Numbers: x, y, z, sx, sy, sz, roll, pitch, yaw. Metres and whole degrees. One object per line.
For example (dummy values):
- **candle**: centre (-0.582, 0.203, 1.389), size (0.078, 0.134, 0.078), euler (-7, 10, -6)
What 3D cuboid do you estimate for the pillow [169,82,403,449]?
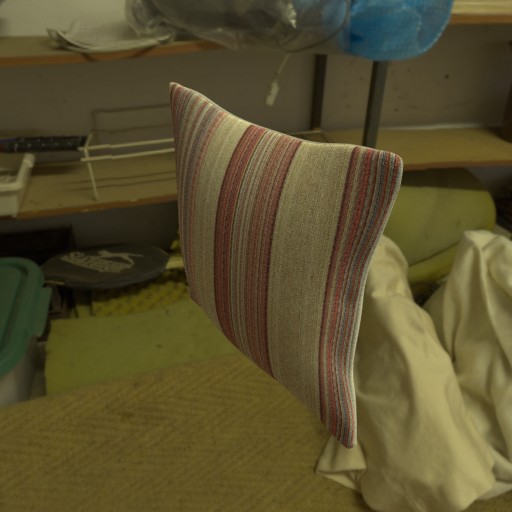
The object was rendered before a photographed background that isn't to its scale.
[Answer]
- **pillow**: centre (0.000, 0.000, 0.643), size (0.136, 0.419, 0.437), euler (-22, 38, -31)
